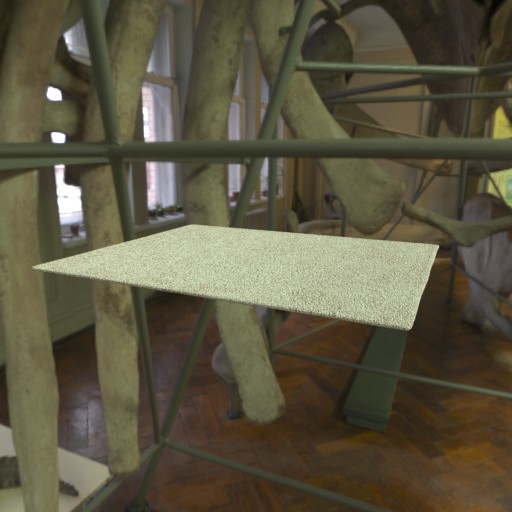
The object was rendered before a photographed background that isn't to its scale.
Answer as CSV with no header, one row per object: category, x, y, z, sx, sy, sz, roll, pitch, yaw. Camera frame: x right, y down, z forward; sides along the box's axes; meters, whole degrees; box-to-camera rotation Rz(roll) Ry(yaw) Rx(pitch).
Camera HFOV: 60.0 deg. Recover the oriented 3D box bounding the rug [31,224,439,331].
rug,0.000,0.000,4.152,3.047,0.029,2.438,6,15,25
